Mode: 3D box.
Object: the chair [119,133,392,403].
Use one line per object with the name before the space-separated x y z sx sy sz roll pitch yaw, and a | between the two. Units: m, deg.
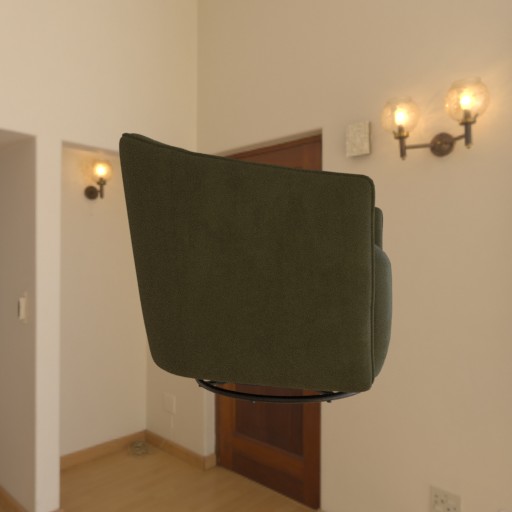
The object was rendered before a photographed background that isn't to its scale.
chair | 0.000 0.000 1.492 0.875 0.799 0.747 0 0 17
